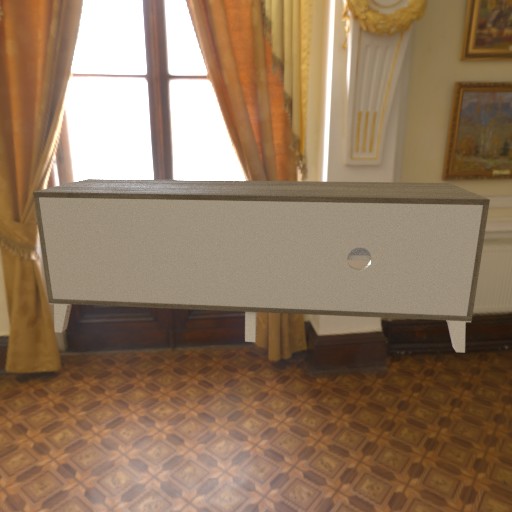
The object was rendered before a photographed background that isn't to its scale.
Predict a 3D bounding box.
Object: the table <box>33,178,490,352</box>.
[{"bbox_3d":[0.000,0.000,1.714,1.500,0.530,0.400,2,17,6],"label":"table"}]
